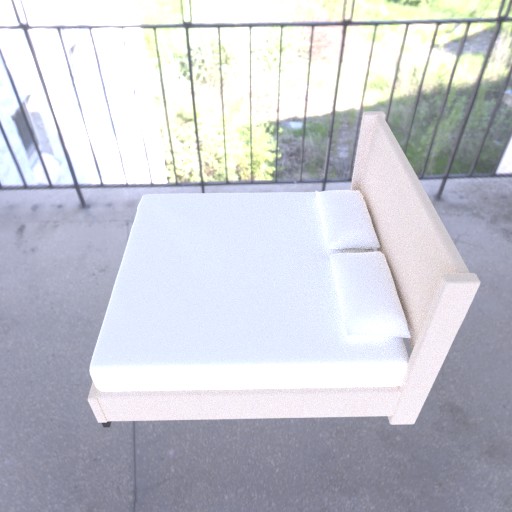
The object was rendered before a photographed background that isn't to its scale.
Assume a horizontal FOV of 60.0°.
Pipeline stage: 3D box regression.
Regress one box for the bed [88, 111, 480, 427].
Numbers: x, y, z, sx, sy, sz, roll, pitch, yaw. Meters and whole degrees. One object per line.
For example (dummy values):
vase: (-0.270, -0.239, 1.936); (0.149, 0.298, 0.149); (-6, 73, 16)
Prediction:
bed: (0.000, 0.000, 3.554); (2.293, 1.471, 2.145); (-1, 41, -1)
